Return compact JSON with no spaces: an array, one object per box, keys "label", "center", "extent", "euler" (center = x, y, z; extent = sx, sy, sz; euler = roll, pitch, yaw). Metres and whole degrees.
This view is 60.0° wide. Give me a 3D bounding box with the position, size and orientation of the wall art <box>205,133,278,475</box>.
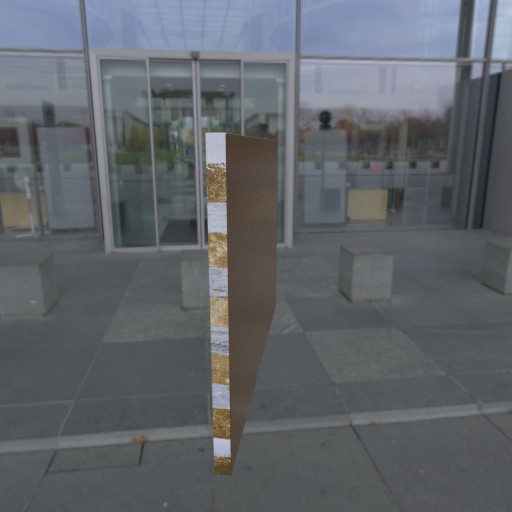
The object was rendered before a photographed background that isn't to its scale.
[{"label":"wall art","center":[0.000,0.000,1.483],"extent":[0.041,0.762,1.145],"euler":[2,14,7]}]
